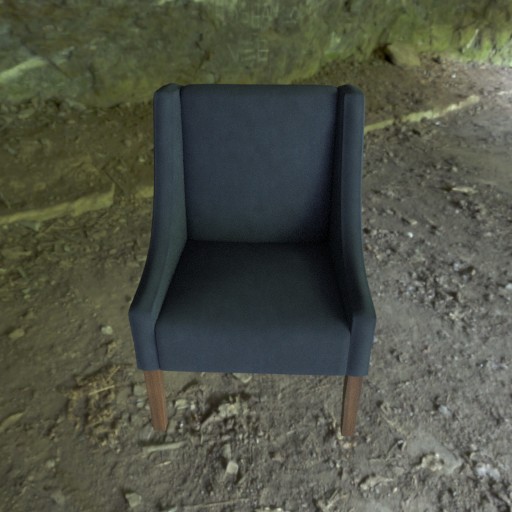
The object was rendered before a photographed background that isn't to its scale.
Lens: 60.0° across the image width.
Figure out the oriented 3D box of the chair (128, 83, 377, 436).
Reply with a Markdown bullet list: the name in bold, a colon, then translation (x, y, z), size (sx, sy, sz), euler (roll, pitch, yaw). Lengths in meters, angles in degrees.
- **chair**: translation (0.000, 0.000, 1.340), size (0.629, 0.895, 0.629), euler (1, 31, 2)
